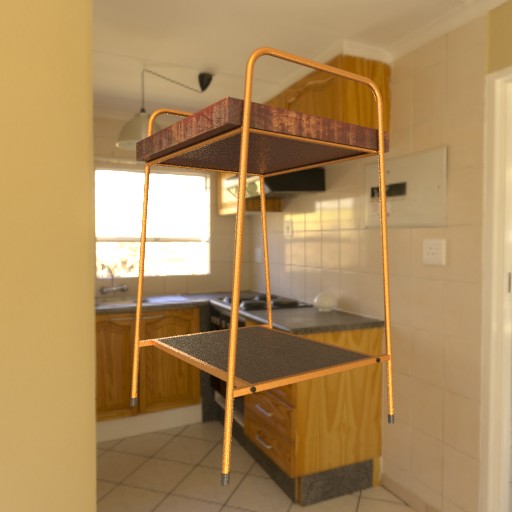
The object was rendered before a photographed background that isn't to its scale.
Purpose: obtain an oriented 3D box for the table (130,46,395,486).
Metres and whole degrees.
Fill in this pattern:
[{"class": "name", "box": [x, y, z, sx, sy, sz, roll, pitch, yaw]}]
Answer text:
[{"class": "table", "box": [0.000, 0.000, 0.987, 0.430, 0.710, 0.430, -1, 2, -35]}]
